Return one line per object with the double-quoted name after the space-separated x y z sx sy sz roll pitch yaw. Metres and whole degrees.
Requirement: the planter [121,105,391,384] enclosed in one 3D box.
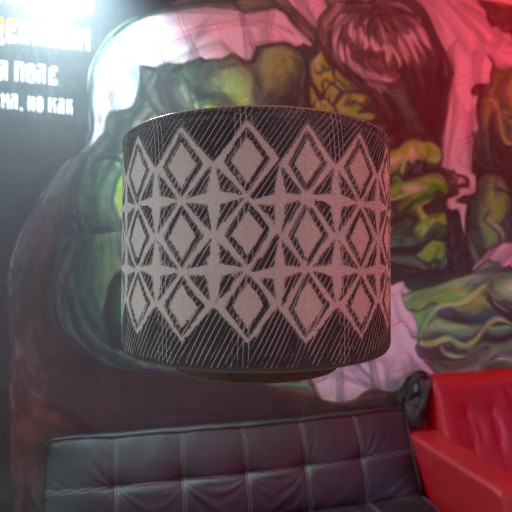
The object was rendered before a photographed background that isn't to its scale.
0.000 0.000 0.218 0.126 0.104 0.126 0 -1 0 "planter"
